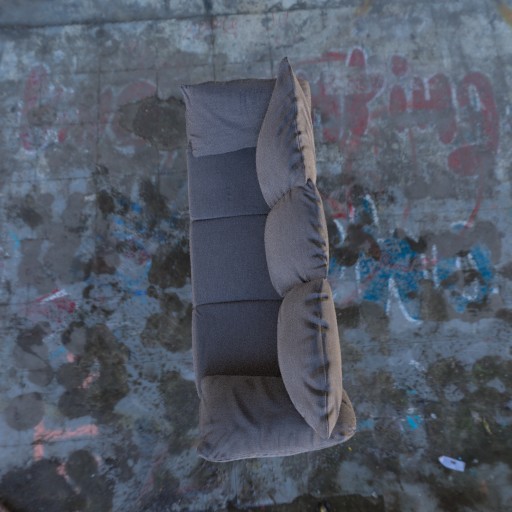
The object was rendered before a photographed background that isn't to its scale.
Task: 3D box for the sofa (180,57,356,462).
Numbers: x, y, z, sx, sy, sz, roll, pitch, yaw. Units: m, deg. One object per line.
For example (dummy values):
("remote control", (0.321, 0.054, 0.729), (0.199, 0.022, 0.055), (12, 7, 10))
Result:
("sofa", (0.000, 0.000, 2.898), (0.927, 1.043, 2.390), (-4, 75, -1))
